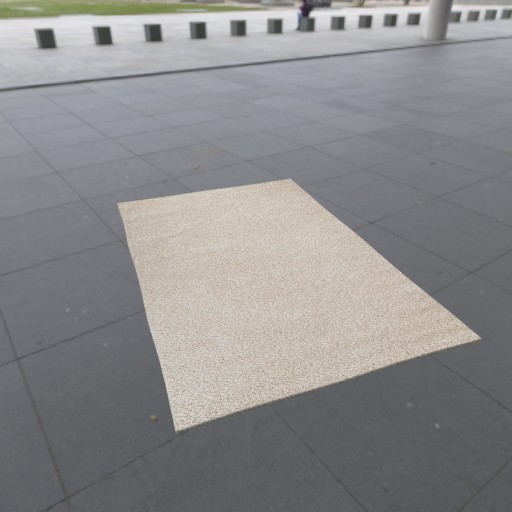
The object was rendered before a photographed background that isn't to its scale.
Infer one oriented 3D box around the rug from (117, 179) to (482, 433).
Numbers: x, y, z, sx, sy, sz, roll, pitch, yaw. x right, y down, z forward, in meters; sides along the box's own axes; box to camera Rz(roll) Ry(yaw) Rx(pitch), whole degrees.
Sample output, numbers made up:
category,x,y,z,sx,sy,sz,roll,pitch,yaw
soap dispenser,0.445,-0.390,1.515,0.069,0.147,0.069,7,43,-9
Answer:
category,x,y,z,sx,sy,sz,roll,pitch,yaw
rug,0.000,0.000,3.398,1.800,0.025,2.699,-11,33,-17
